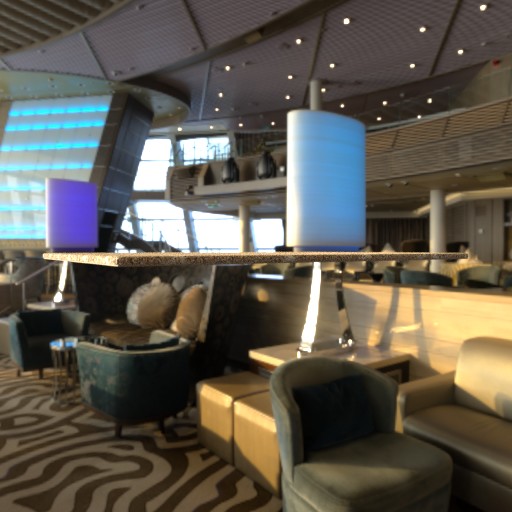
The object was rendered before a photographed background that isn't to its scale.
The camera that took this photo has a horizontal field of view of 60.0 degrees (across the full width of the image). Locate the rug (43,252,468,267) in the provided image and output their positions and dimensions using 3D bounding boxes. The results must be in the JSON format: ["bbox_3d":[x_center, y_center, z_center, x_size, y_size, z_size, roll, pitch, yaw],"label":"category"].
[{"bbox_3d":[0.000,0.000,2.235,1.778,0.030,1.219,-1,1,-34],"label":"rug"}]
